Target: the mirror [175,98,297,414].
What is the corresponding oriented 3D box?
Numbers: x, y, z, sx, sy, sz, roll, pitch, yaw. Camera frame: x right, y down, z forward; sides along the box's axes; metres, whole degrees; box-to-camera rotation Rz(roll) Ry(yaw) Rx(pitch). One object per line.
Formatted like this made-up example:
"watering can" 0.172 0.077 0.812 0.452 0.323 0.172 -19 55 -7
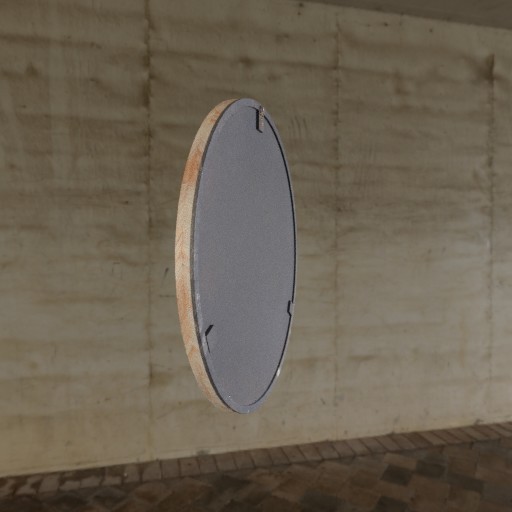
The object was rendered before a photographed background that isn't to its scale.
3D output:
"mirror" 0.000 0.000 1.058 0.038 0.710 0.710 0 1 19
